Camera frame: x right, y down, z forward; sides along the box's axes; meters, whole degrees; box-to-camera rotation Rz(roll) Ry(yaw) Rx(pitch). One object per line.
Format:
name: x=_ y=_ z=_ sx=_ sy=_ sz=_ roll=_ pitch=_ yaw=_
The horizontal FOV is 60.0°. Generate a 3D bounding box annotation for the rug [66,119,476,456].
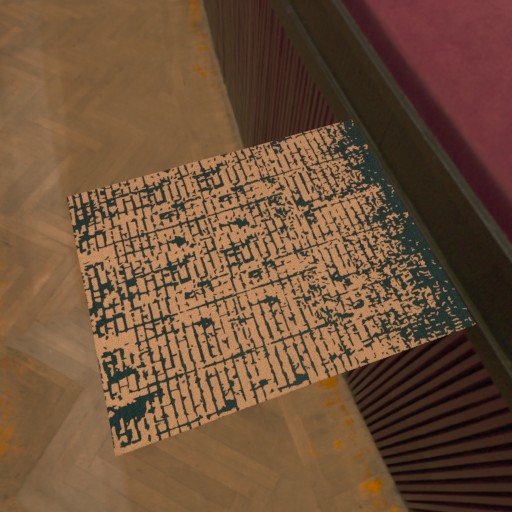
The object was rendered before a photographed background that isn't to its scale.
rug: x=0.000 y=0.000 z=3.970 sx=3.017 sy=0.014 sz=2.416 roll=-17 pitch=64 yaw=-9
